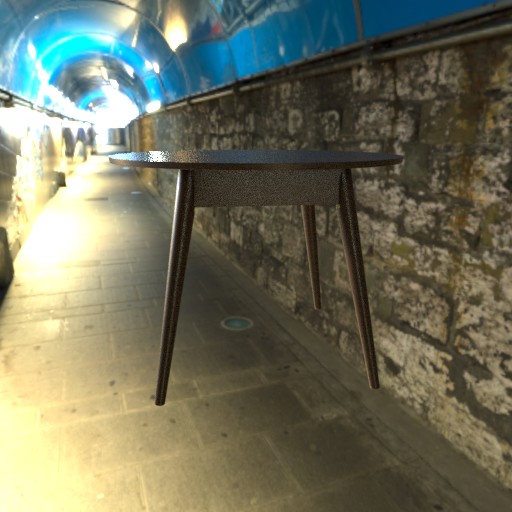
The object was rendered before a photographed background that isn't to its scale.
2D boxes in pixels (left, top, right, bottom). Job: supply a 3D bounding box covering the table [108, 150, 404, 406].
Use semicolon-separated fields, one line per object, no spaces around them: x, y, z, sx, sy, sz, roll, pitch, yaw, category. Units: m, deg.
0.000;0.000;1.760;1.053;0.786;1.053;0;15;0;table
